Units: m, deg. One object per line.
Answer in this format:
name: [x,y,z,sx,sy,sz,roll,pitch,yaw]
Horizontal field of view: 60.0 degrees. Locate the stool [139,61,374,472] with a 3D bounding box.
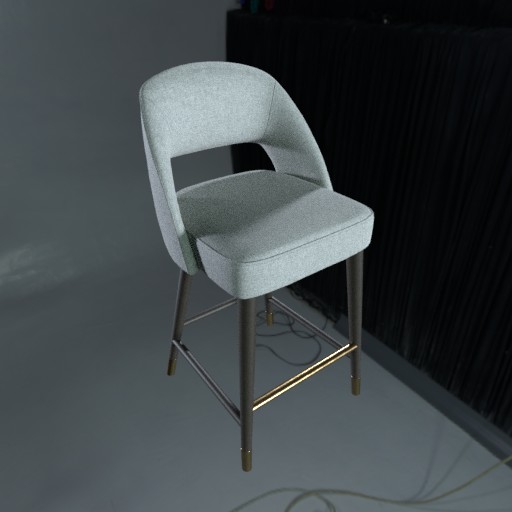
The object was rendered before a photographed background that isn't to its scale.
stool: [0.000,0.000,1.223,0.494,0.940,0.509,-21,37,-31]
